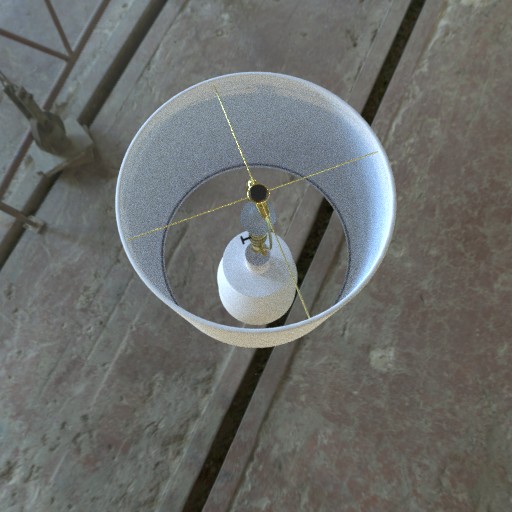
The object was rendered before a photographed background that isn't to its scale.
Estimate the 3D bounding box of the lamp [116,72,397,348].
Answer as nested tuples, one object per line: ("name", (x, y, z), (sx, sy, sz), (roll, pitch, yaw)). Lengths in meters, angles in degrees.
("lamp", (0.000, 0.000, 0.732), (0.301, 0.533, 0.301), (-20, 76, -5))
